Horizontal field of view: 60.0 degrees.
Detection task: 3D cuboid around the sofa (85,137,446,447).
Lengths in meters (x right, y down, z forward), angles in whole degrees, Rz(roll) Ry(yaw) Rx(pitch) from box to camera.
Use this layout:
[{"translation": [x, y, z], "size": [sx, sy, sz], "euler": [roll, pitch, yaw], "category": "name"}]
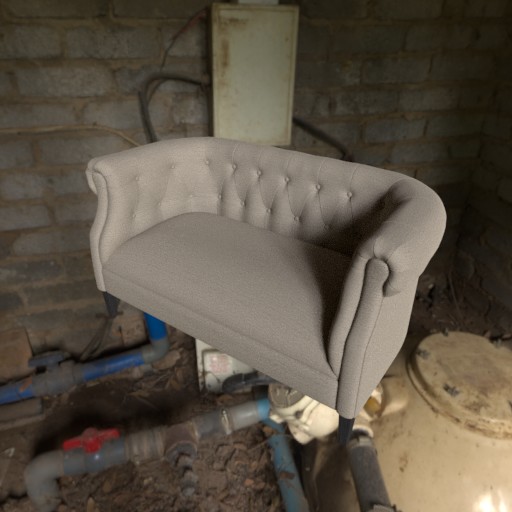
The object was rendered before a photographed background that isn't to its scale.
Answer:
[{"translation": [0.000, 0.000, 2.061], "size": [1.558, 0.827, 0.835], "euler": [20, 35, 31], "category": "sofa"}]
